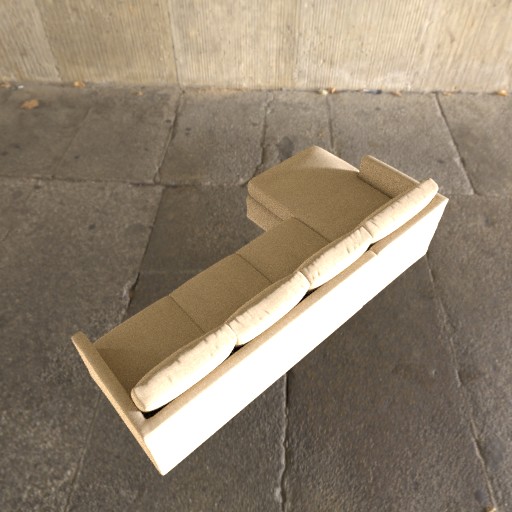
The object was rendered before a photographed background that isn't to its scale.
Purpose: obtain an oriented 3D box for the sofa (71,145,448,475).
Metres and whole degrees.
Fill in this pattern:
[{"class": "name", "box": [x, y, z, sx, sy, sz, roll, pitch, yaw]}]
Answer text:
[{"class": "sofa", "box": [0.000, 0.000, 3.856, 3.205, 0.922, 1.650, -33, 56, -26]}]
